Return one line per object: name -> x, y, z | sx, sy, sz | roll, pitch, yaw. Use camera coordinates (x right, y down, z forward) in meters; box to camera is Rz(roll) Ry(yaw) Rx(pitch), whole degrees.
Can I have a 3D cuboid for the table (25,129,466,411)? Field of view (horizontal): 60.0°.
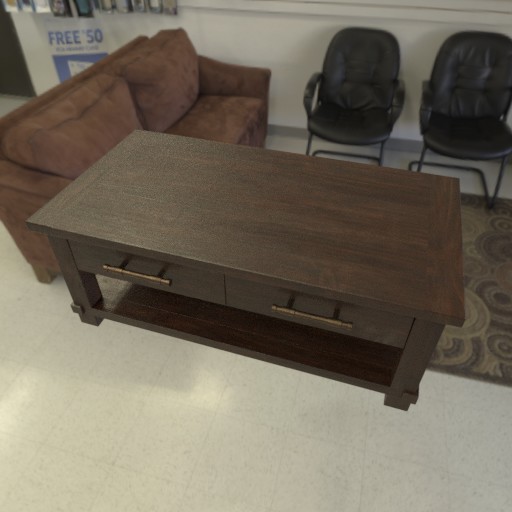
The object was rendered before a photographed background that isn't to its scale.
table -> 0.000, 0.000, 1.604 | 1.270, 0.494, 0.700 | 12, 42, 13
